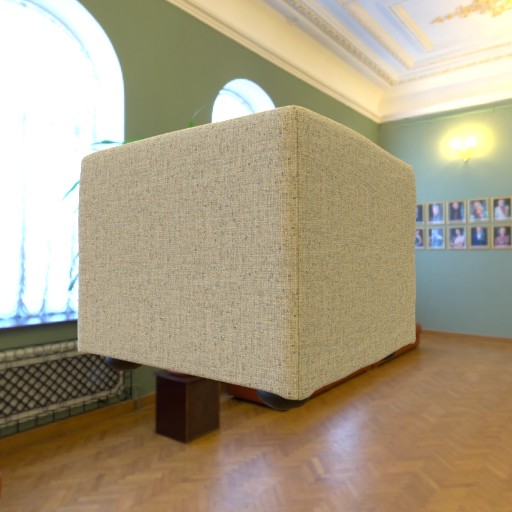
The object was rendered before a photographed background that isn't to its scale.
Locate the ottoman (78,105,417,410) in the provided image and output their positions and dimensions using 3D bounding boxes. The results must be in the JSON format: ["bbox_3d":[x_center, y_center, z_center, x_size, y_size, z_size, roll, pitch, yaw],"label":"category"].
[{"bbox_3d":[0.000,0.000,0.923,0.521,0.453,0.512,0,0,36],"label":"ottoman"}]
